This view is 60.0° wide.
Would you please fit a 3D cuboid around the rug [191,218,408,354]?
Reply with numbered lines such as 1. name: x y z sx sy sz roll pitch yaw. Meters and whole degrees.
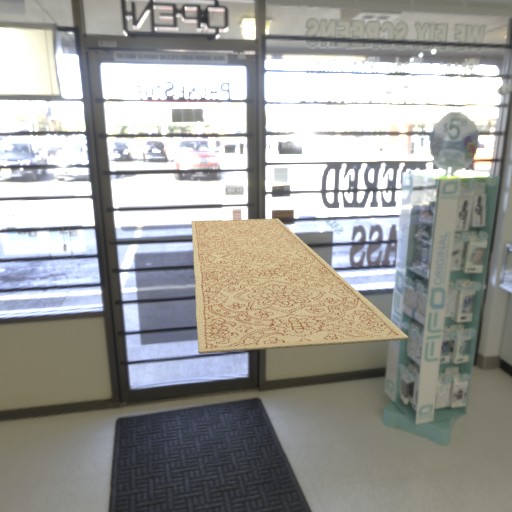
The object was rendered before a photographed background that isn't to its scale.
1. rug: 0.000 0.000 2.733 0.769 0.012 2.448 -2 15 -8
